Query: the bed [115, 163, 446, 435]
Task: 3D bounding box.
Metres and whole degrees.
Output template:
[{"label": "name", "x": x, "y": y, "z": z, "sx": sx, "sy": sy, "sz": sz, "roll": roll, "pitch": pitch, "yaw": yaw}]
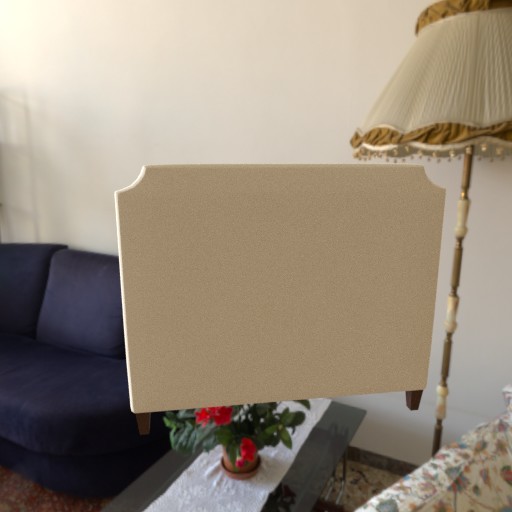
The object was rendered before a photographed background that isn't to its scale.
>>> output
[{"label": "bed", "x": 0.000, "y": 0.000, "z": 3.459, "sx": 1.712, "sy": 1.443, "sz": 2.365, "roll": -2, "pitch": 13, "yaw": -8}]
